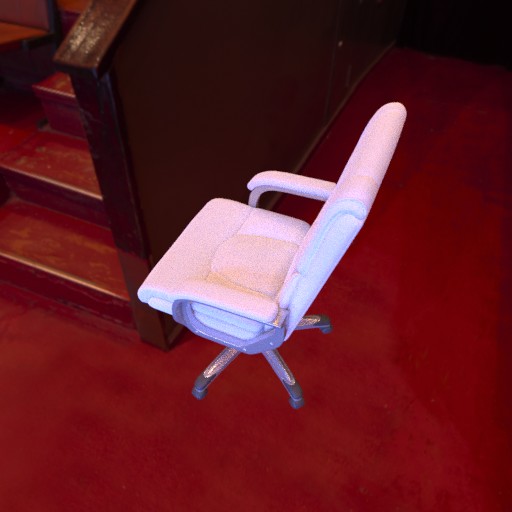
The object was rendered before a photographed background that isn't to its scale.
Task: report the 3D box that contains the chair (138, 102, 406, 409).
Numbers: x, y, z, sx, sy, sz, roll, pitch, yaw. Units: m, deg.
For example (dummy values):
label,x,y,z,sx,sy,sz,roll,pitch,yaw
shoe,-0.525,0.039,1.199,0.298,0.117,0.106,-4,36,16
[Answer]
label,x,y,z,sx,sy,sz,roll,pitch,yaw
chair,0.000,0.000,1.568,0.738,1.120,0.687,17,49,16
